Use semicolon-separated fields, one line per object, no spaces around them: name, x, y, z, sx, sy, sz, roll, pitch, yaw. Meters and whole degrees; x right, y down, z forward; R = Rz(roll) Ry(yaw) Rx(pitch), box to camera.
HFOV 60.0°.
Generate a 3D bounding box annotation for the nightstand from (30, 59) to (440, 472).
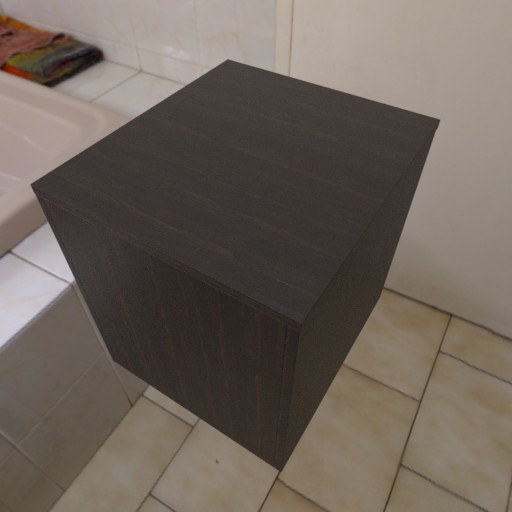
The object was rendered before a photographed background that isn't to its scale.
nightstand;0.000;0.000;0.801;0.400;0.460;0.461;25;52;21
